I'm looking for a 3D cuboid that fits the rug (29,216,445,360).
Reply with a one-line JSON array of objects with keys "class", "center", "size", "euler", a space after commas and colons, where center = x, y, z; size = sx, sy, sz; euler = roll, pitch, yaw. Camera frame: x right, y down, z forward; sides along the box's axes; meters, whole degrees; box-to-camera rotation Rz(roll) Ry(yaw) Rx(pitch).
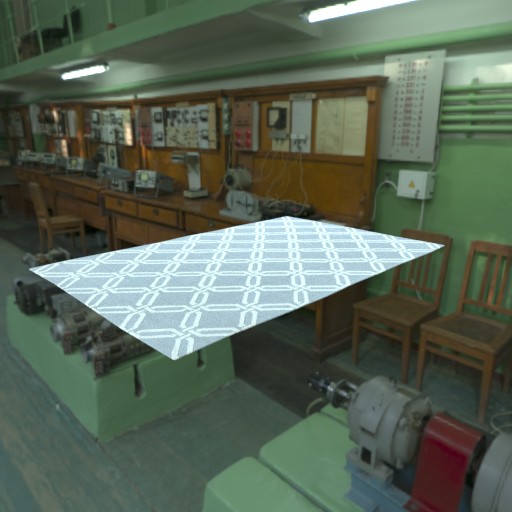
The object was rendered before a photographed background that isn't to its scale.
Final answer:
[{"class": "rug", "center": [0.000, 0.000, 2.188], "size": [1.754, 0.010, 1.148], "euler": [-15, 22, -42]}]
